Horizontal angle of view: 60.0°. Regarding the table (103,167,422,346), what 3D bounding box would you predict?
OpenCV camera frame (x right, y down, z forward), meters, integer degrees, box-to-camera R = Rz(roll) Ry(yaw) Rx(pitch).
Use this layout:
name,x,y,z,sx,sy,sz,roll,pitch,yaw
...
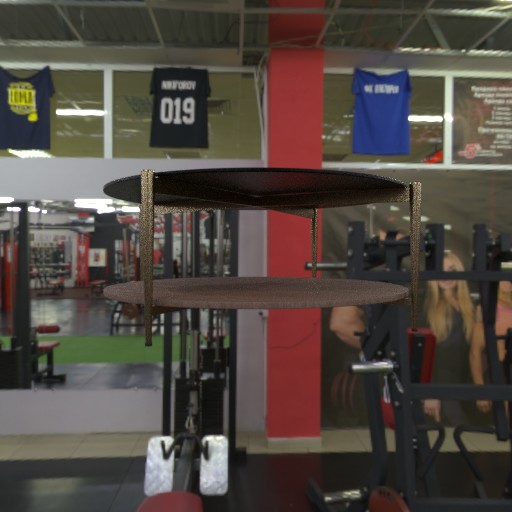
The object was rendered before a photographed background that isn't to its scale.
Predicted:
name,x,y,z,sx,sy,sz,roll,pitch,yaw
table,0.000,0.000,1.440,0.938,0.400,0.938,0,1,0
